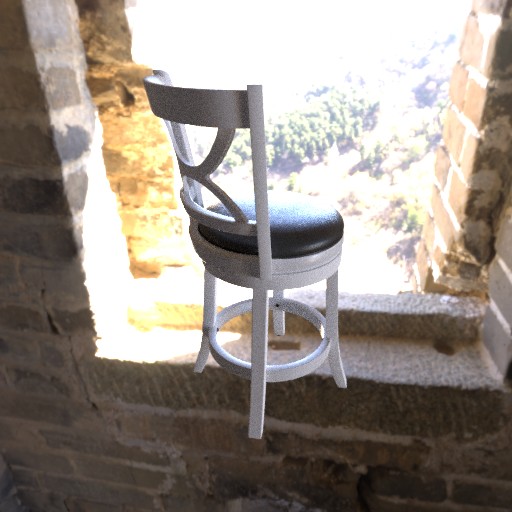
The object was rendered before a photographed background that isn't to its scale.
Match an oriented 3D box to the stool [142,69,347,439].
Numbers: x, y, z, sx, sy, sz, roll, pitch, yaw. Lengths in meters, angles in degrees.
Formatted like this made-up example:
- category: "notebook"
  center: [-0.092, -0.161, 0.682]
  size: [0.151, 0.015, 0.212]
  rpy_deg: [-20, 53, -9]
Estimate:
- category: "stool"
  center: [0.000, 0.000, 1.239]
  size: [0.508, 0.953, 0.444]
  rpy_deg: [-18, 32, -31]
